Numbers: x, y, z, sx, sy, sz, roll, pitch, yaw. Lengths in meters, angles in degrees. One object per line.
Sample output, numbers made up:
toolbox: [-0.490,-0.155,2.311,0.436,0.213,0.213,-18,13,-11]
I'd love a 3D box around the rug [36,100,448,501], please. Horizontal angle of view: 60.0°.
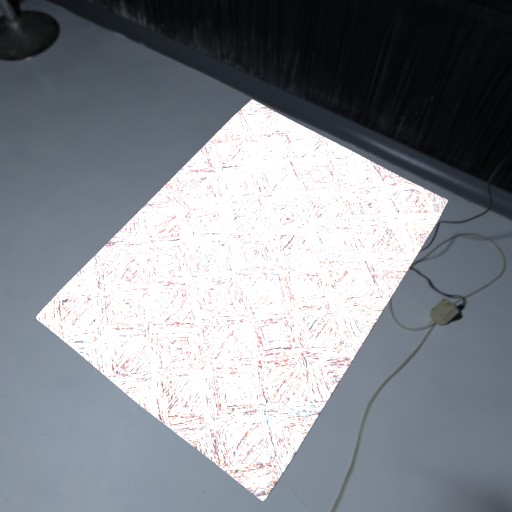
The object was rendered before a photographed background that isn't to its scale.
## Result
rug: [0.000,0.000,4.112,2.436,0.024,3.226,32,67,16]
